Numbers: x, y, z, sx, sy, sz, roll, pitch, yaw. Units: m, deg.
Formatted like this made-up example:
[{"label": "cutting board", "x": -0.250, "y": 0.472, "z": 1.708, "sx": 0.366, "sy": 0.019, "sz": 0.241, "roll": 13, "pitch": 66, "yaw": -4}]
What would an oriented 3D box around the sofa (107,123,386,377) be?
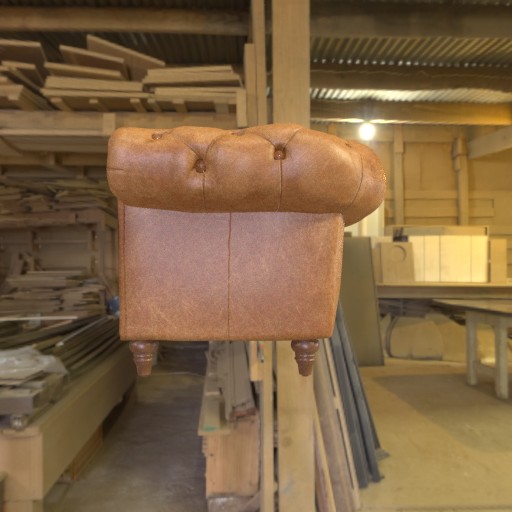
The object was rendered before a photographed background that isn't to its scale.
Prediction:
[{"label": "sofa", "x": 0.000, "y": 0.000, "z": 2.056, "sx": 1.033, "sy": 0.878, "sz": 1.405, "roll": 0, "pitch": -1, "yaw": -1}]
